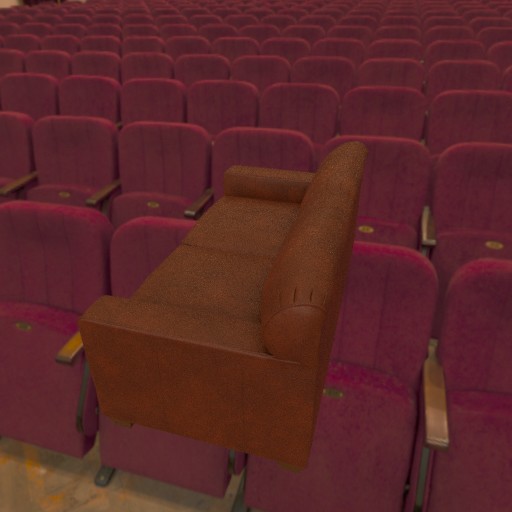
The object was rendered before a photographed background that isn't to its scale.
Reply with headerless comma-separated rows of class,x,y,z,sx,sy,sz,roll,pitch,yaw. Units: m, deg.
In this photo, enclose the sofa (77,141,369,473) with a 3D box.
sofa,0.000,0.000,2.435,1.000,0.966,1.856,9,32,14
